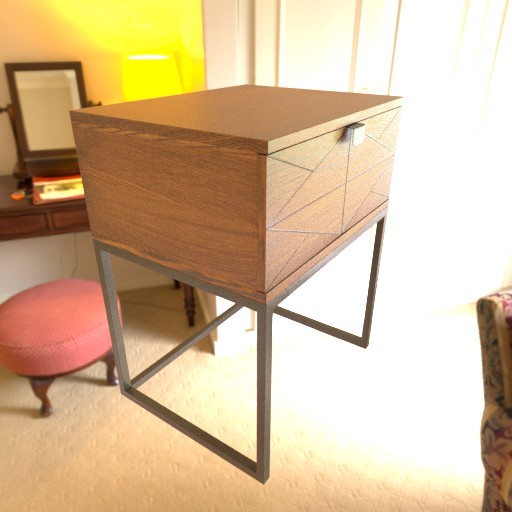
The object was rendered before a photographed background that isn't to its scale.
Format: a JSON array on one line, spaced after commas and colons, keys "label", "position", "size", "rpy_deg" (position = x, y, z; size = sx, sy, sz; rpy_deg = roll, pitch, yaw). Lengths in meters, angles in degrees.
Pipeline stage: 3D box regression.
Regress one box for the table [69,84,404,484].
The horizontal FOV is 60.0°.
[{"label": "table", "position": [0.000, 0.000, 0.926], "size": [0.400, 0.610, 0.482], "rpy_deg": [18, 32, 31]}]
